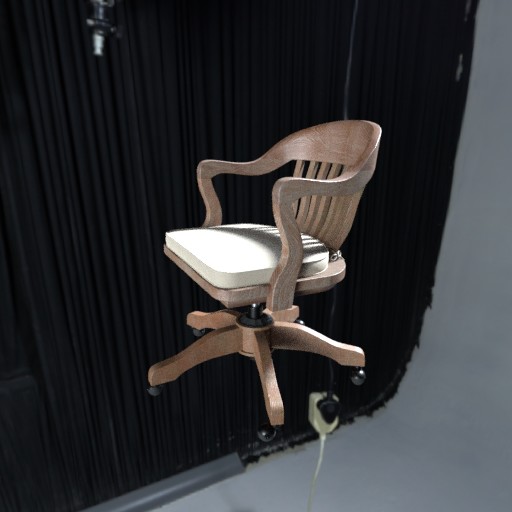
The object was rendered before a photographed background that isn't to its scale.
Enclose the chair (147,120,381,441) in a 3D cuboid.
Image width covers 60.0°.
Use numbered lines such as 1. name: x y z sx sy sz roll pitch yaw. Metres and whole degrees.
1. chair: 0.000 0.000 1.499 0.788 0.878 0.750 -9 19 -26
